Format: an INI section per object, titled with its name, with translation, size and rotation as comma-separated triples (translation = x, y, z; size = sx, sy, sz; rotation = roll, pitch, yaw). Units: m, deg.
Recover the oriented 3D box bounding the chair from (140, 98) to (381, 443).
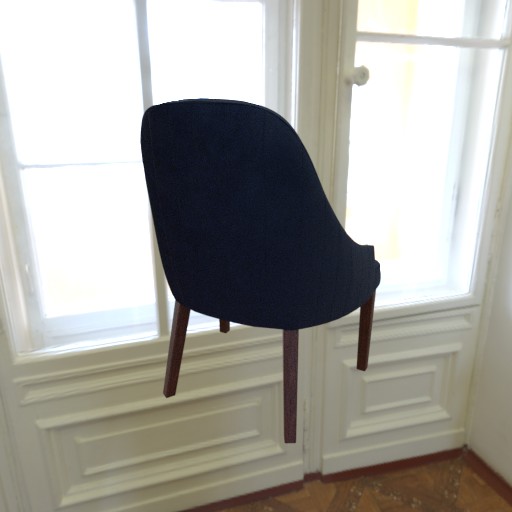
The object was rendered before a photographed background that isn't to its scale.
[chair]
translation = 0.000, 0.000, 1.340
size = 0.643, 0.889, 0.575
rotation = 10, 21, 27
